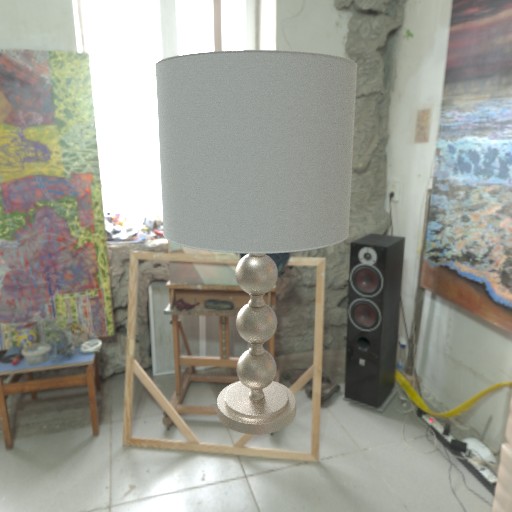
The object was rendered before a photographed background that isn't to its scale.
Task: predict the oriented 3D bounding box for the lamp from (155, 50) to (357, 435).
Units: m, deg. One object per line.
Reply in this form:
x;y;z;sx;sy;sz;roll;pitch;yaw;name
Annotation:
0.000;0.000;0.684;0.277;0.538;0.277;14;20;42;lamp
